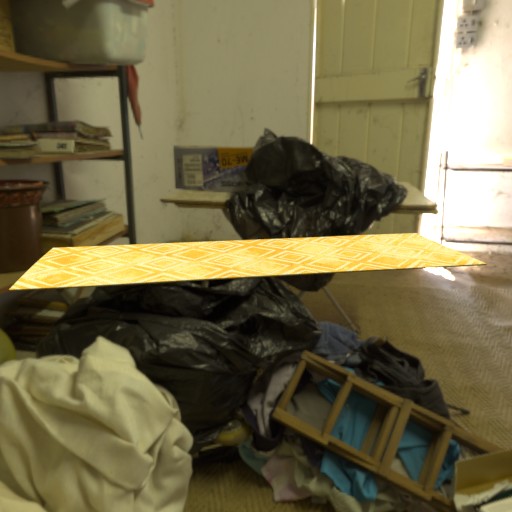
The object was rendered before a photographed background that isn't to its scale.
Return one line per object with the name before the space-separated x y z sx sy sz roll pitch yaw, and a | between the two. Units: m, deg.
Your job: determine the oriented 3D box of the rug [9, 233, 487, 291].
rug | 0.000 0.000 2.584 2.438 0.010 0.775 -3 16 -9
